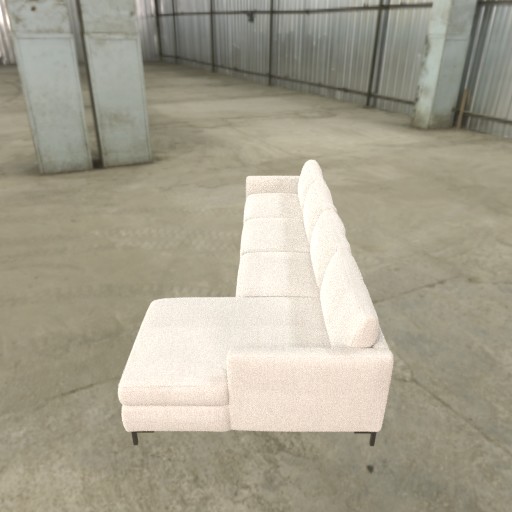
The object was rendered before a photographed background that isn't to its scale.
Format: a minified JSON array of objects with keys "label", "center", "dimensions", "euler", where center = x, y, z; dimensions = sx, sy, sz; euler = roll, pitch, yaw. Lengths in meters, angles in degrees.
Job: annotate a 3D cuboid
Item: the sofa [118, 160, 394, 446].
[{"label":"sofa","center":[0.000,0.000,2.877],"dimensions":[1.126,0.677,2.445],"euler":[0,27,1]}]
